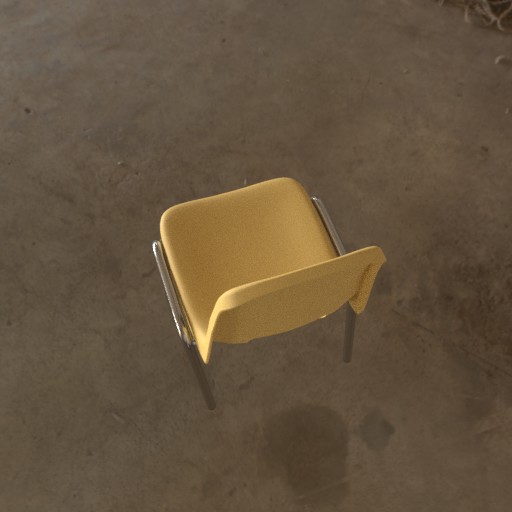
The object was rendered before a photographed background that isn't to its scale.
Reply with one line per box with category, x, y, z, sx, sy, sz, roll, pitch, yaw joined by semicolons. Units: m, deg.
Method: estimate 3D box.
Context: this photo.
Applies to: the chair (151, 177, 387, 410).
chair;0.000;0.000;0.802;0.354;0.536;0.385;-16;61;-9
